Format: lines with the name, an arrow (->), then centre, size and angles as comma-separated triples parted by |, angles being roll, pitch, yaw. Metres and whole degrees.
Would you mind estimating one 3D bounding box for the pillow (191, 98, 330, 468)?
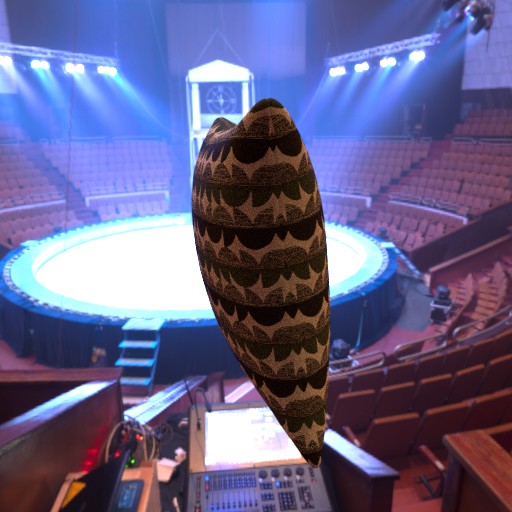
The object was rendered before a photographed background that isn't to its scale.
pillow -> 0.000, 0.000, 0.645 | 0.180, 0.404, 0.419 | -3, 15, -10
